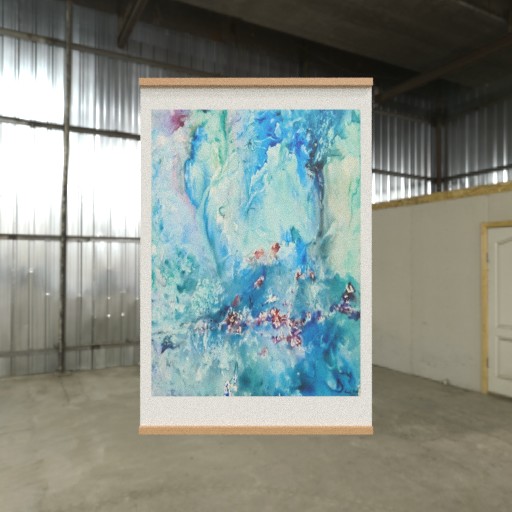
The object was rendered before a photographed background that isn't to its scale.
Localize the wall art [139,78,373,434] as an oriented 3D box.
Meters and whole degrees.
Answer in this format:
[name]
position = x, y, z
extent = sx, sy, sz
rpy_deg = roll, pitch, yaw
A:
[wall art]
position = 0.000, 0.000, 0.768
extent = 0.401, 0.611, 0.016
rpy_deg = 0, 0, 0
